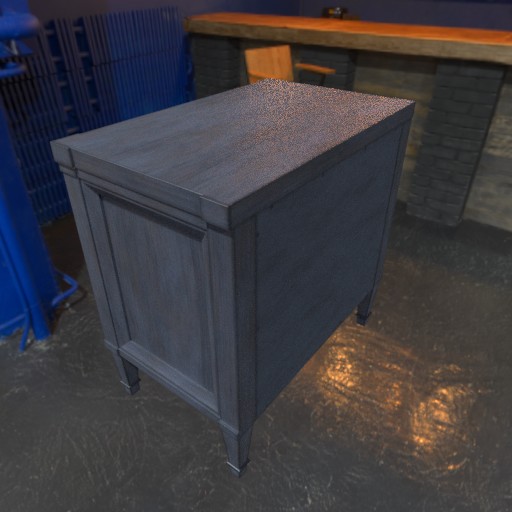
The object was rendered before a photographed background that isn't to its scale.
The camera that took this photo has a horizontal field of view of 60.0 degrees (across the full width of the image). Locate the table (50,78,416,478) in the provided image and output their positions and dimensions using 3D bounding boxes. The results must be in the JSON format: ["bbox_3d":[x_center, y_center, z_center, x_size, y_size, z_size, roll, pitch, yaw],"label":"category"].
[{"bbox_3d":[0.000,0.000,1.072,0.413,0.660,0.660,23,40,30],"label":"table"}]
